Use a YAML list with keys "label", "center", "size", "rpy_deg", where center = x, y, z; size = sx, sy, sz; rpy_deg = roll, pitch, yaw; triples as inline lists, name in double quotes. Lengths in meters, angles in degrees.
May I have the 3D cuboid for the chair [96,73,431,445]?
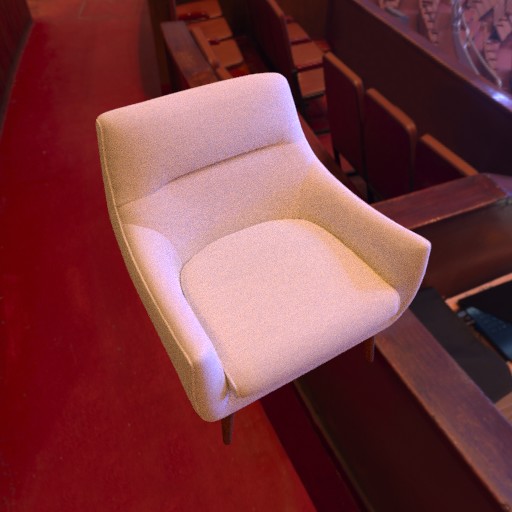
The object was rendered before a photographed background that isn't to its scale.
- label: "chair"
  center: [0.000, 0.000, 1.420]
  size: [0.762, 0.838, 0.787]
  rpy_deg: [-23, 51, -20]
